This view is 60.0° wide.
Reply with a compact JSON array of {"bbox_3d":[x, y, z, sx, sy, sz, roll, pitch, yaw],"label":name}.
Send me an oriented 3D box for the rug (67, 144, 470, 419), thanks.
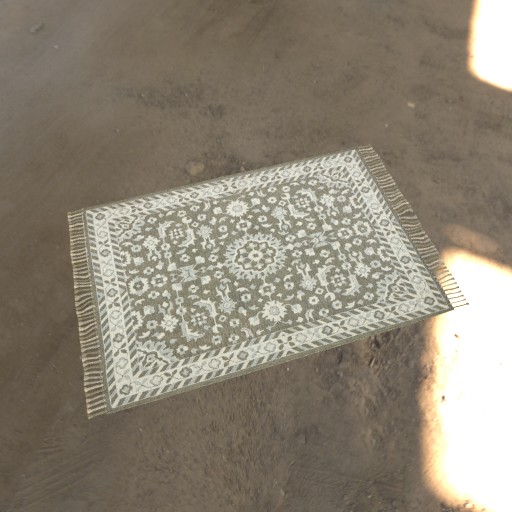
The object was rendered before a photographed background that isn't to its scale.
[{"bbox_3d":[0.000,0.000,3.041,2.431,0.025,1.530,-14,59,-9],"label":"rug"}]
